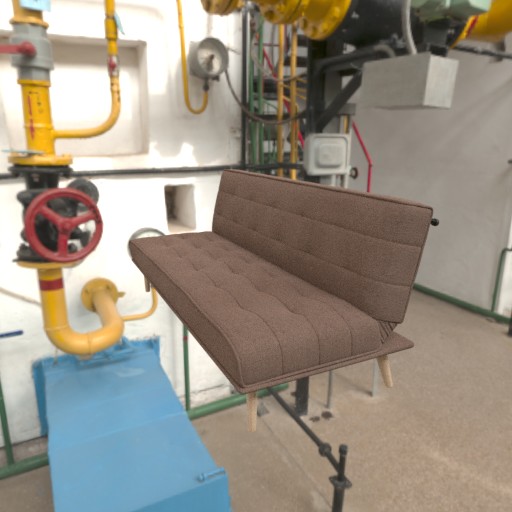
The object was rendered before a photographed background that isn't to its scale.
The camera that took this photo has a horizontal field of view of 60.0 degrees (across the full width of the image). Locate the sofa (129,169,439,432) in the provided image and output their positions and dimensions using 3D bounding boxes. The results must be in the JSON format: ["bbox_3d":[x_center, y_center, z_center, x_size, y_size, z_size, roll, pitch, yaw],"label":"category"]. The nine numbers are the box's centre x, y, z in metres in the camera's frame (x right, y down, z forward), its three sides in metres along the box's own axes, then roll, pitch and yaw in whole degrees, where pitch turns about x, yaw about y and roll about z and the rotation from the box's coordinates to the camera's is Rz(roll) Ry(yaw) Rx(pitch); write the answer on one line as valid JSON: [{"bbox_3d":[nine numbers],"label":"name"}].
[{"bbox_3d":[0.000,0.000,2.418,1.038,0.810,1.820,-7,17,-25],"label":"sofa"}]
